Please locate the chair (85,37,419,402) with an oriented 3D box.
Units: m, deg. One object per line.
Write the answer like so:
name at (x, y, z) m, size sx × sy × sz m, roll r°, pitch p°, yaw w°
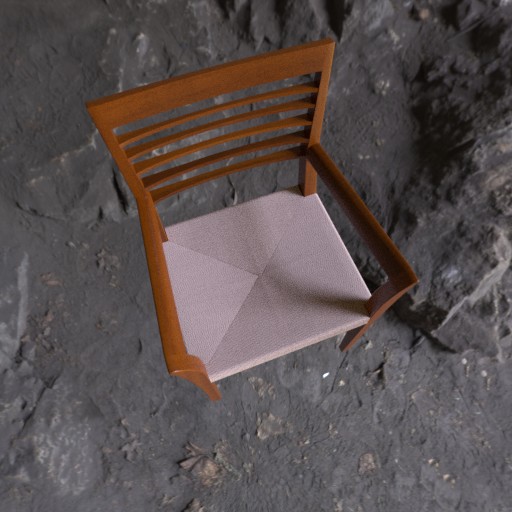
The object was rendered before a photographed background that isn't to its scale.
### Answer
chair at (0.000, 0.000, 1.225) m, size 0.587 × 0.855 × 0.540 m, roll -19°, pitch 66°, yaw -9°
